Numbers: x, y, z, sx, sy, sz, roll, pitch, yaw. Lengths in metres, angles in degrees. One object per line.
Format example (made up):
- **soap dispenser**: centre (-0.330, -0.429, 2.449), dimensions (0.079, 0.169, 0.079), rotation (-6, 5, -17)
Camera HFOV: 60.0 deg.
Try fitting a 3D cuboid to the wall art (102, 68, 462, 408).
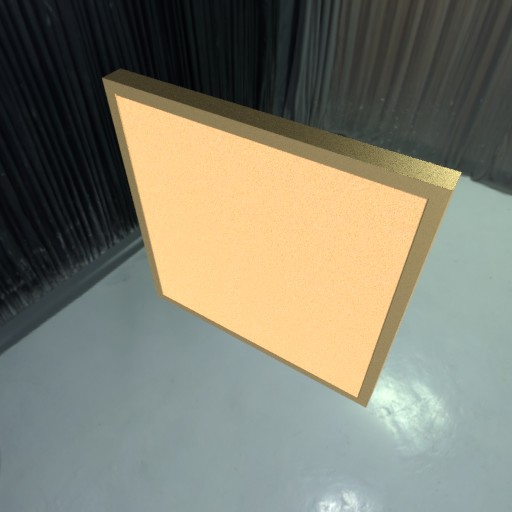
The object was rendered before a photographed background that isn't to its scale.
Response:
- **wall art**: centre (0.000, 0.000, 1.898), dimensions (1.284, 1.284, 0.095), rotation (24, 51, 22)
